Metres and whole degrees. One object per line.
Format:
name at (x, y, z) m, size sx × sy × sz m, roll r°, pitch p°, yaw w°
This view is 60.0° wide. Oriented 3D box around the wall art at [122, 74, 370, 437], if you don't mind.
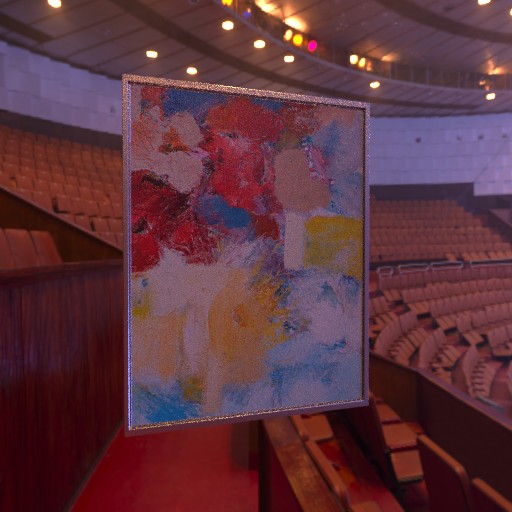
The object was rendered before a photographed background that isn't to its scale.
wall art at (0.000, 0.000, 1.419) m, size 0.816 × 1.046 × 0.030 m, roll 0°, pitch 1°, yaw -19°
